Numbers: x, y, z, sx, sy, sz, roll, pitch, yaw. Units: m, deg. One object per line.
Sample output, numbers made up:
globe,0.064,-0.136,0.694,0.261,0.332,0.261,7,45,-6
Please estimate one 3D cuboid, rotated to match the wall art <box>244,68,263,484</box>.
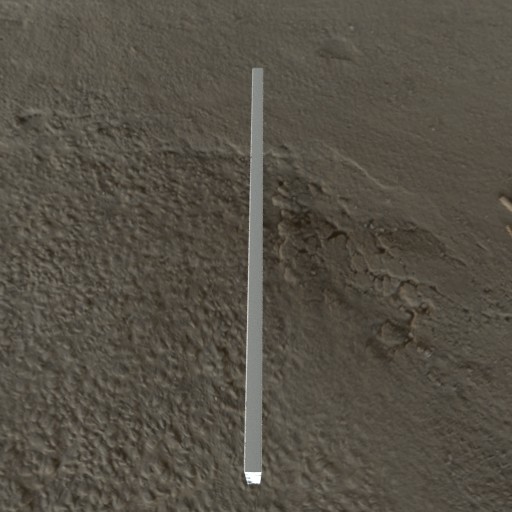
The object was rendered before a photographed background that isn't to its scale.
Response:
wall art,0.000,0.000,1.687,0.044,0.507,1.520,0,60,0
